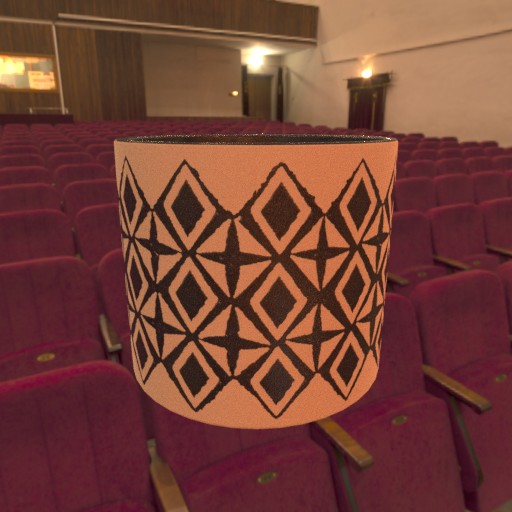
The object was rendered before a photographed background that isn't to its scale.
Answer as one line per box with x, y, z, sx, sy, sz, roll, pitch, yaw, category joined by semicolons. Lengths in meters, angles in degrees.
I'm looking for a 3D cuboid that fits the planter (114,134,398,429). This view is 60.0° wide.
0.000;0.000;0.278;0.159;0.144;0.159;0;17;0;planter
